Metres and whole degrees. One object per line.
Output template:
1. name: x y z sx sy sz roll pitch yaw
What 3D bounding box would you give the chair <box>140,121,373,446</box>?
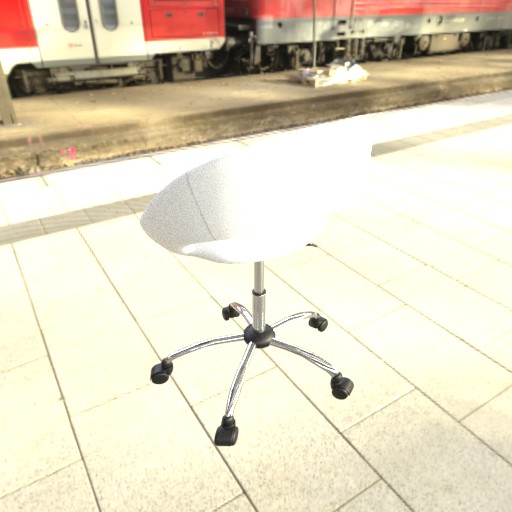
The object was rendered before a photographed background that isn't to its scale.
1. chair: 0.000 0.000 1.190 0.612 0.791 0.538 -19 36 -29
